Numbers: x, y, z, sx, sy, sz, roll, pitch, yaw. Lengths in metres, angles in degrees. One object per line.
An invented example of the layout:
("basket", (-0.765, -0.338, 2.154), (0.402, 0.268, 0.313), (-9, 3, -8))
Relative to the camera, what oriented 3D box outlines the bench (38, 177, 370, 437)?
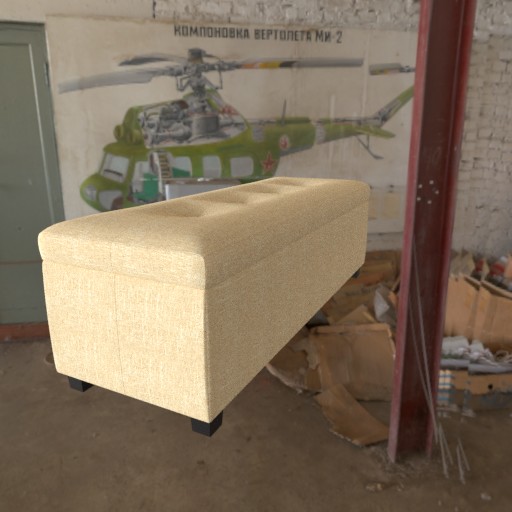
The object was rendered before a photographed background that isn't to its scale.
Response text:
("bench", (0.000, 0.000, 1.404), (0.432, 0.406, 1.219), (8, 17, 26))
